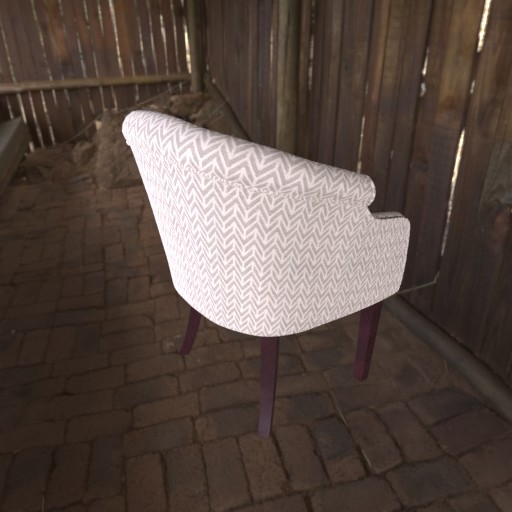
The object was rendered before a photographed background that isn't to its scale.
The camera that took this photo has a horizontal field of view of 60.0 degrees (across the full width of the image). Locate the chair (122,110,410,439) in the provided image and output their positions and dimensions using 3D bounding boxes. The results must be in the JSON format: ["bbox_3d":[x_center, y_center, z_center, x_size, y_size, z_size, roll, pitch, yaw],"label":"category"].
[{"bbox_3d":[0.000,0.000,1.303,0.613,0.858,0.686,-20,33,-33],"label":"chair"}]
